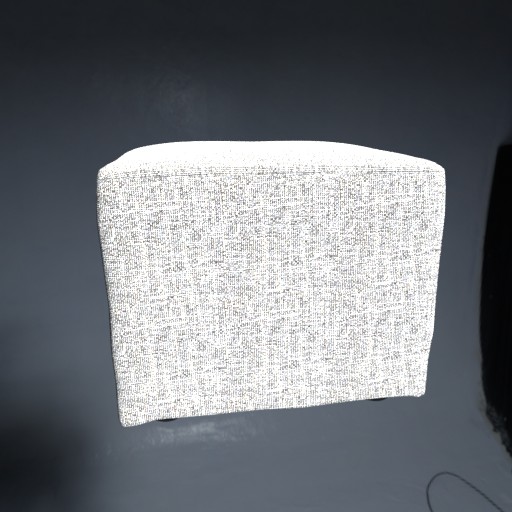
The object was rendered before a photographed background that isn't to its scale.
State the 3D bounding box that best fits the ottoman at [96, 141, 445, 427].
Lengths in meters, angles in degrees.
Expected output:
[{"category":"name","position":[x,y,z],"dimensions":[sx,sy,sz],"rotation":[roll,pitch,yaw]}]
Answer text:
[{"category":"ottoman","position":[0.000,0.000,0.906],"dimensions":[0.521,0.453,0.512],"rotation":[-2,16,-9]}]
